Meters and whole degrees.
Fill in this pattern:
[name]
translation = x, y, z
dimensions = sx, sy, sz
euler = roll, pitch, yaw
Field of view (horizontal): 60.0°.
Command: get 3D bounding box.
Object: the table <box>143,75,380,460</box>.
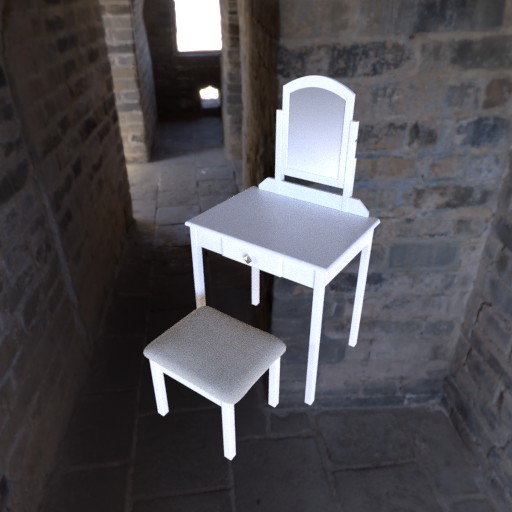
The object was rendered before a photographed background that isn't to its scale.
[table]
translation = 0.000, 0.000, 2.322
dimensions = 0.876, 1.631, 1.211
euler = 20, 36, 30
